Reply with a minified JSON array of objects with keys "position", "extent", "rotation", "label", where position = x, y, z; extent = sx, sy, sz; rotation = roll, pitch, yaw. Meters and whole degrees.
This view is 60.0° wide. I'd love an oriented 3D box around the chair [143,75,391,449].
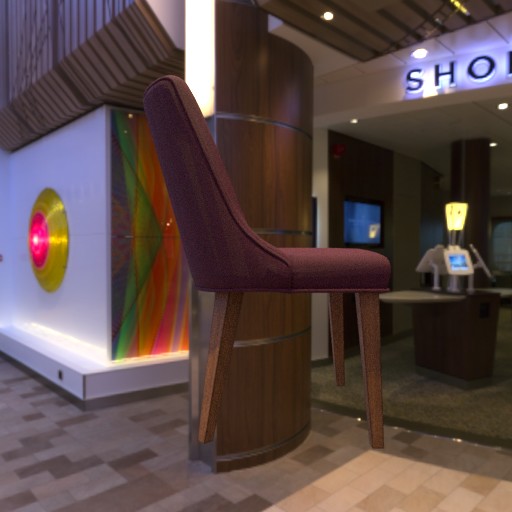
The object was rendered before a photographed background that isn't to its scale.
[{"position":[0.000,0.000,1.309],"extent":[0.638,0.916,0.548],"rotation":[0,1,0],"label":"chair"}]
